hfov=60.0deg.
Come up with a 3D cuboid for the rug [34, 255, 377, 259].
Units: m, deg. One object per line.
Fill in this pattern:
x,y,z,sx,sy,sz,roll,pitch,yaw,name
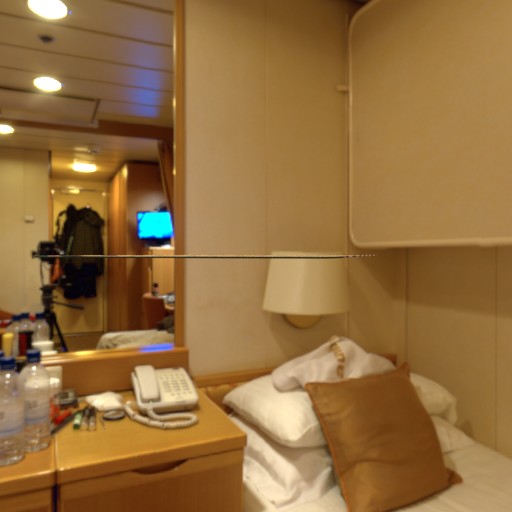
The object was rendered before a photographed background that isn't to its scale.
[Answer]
0.000,0.000,3.123,1.520,0.011,2.447,0,0,18,rug
